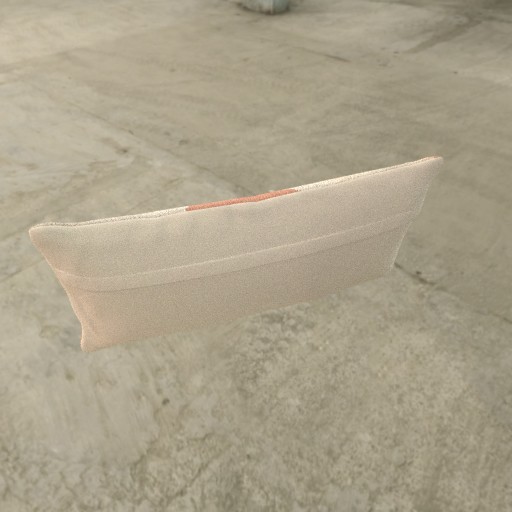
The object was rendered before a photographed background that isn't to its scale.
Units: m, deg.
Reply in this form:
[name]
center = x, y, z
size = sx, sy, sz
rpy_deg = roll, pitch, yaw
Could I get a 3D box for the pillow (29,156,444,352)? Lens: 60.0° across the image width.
[pillow]
center = 0.000, 0.000, 0.725
size = 0.609, 0.292, 0.155
rpy_deg = -13, 41, -15
